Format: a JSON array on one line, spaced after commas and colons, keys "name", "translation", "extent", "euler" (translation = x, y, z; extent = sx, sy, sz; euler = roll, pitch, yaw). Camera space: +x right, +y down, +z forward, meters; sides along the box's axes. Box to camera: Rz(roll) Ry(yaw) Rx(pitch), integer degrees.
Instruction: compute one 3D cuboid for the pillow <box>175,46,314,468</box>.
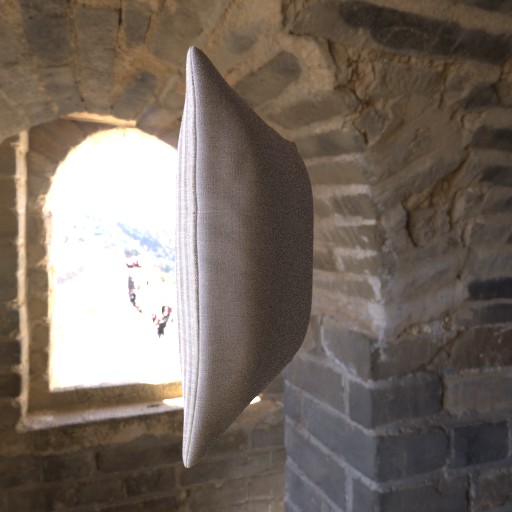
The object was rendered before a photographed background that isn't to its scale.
[{"name": "pillow", "translation": [0.000, 0.000, 0.779], "extent": [0.166, 0.510, 0.523], "euler": [0, 1, 18]}]
